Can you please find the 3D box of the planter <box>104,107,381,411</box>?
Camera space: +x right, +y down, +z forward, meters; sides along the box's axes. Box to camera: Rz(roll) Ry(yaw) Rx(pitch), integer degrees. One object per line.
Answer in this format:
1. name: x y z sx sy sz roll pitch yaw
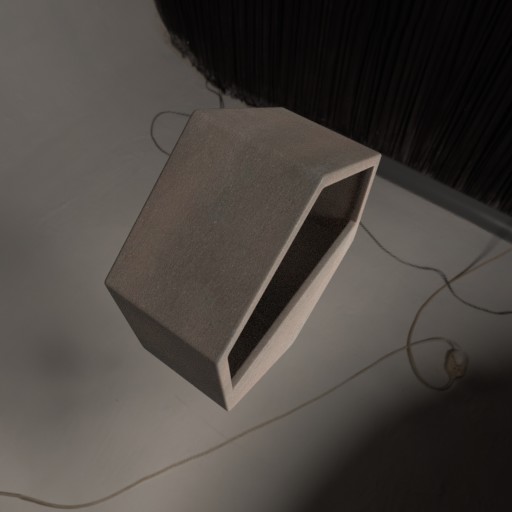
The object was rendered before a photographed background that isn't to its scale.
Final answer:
1. planter: 0.000 0.000 0.298 0.077 0.206 0.169 31 63 18
